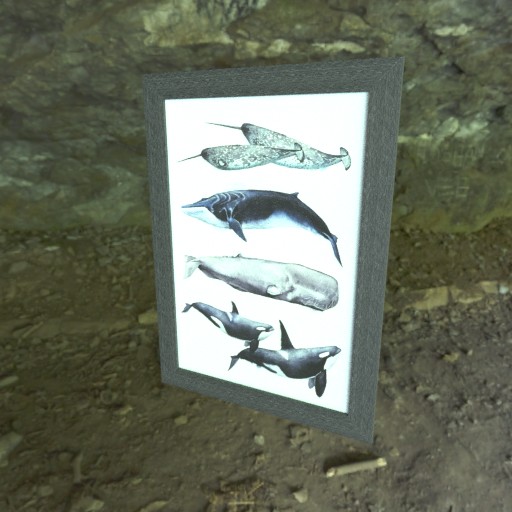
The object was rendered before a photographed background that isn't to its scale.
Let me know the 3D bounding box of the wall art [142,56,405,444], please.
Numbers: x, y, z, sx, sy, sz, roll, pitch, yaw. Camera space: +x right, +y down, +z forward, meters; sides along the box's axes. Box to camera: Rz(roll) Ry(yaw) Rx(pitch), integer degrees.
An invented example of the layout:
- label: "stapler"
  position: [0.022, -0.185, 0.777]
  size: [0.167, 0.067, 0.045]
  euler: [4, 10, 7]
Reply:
- label: "wall art"
  position: [0.000, 0.000, 1.410]
  size: [0.810, 1.116, 0.016]
  euler: [8, 17, 25]
